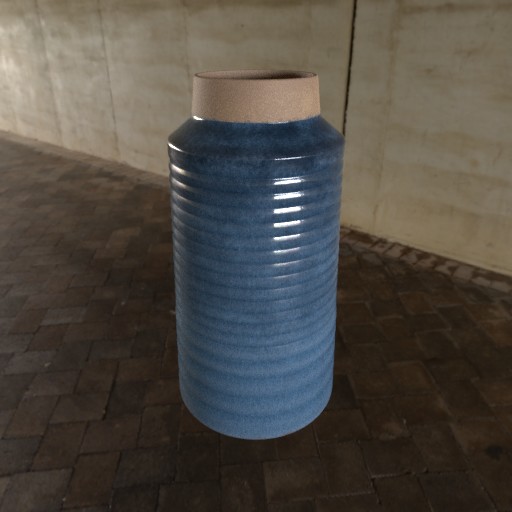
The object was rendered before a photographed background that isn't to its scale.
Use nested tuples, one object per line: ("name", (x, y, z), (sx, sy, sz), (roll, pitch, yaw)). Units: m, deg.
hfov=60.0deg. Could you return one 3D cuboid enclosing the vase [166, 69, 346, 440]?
("vase", (0.000, 0.000, 0.414), (0.163, 0.316, 0.163), (0, 27, 0))
